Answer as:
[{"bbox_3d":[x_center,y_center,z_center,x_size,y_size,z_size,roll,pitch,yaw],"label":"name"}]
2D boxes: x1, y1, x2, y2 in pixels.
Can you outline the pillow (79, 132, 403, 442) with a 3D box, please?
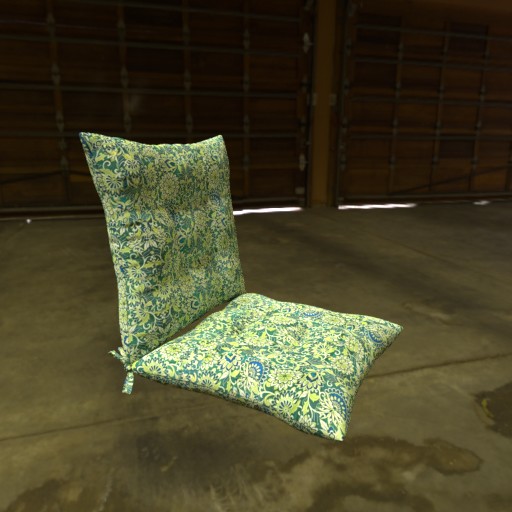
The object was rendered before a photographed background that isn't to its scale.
[{"bbox_3d":[0.000,0.000,0.997,0.585,0.536,0.541,7,16,27],"label":"pillow"}]
